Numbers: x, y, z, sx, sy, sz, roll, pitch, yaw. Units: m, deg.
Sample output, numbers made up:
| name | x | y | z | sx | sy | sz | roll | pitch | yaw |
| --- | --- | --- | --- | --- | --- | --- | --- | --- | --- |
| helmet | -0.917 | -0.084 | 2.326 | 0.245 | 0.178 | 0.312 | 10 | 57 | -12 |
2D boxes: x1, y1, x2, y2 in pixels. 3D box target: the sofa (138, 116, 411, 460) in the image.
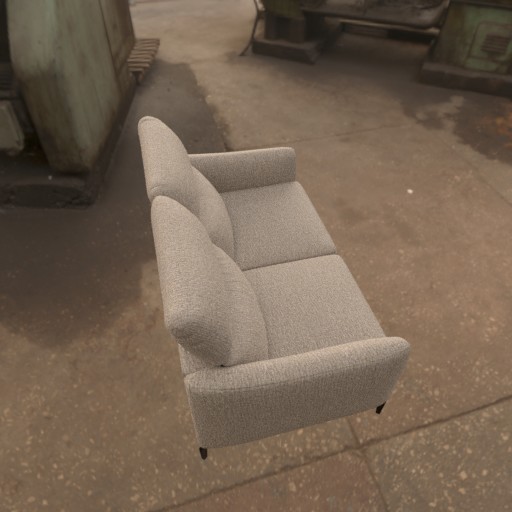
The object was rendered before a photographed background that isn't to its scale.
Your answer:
| name | x | y | z | sx | sy | sz | roll | pitch | yaw |
| --- | --- | --- | --- | --- | --- | --- | --- | --- | --- |
| sofa | 0.000 | 0.000 | 2.163 | 0.905 | 0.950 | 1.540 | -10 | 46 | -10 |
